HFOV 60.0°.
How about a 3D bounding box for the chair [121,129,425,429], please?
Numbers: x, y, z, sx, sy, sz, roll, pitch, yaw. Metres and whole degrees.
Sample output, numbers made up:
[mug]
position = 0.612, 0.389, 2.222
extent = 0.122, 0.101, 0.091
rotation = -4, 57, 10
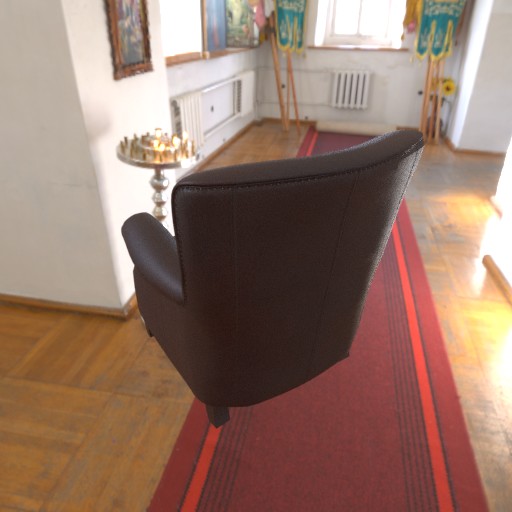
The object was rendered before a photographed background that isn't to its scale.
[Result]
[chair]
position = 0.000, 0.000, 1.341
extent = 0.700, 0.800, 0.746
rotation = -18, 35, -29
